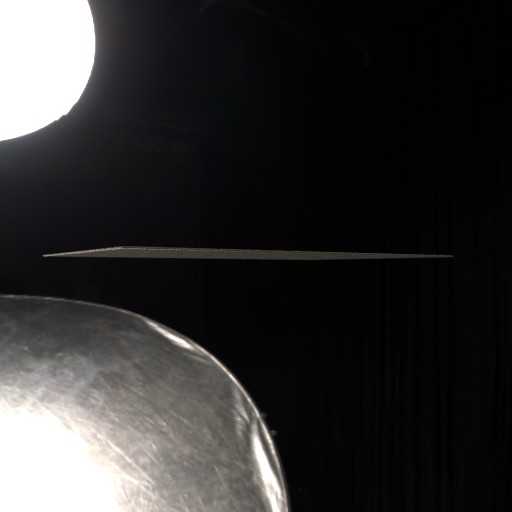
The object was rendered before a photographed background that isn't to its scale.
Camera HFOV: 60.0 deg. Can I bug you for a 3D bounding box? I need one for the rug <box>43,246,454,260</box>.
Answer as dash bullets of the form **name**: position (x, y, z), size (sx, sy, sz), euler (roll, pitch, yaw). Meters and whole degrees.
- **rug**: position (0.000, 0.000, 3.083), size (2.438, 0.008, 1.523), euler (1, -2, -36)
